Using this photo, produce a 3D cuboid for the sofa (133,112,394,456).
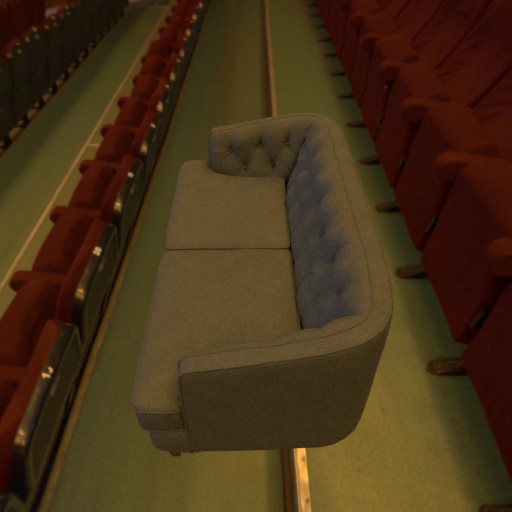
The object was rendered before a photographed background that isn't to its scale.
[{"bbox_3d":[0.000,0.000,2.220,0.941,0.855,1.733,-1,42,-1],"label":"sofa"}]
